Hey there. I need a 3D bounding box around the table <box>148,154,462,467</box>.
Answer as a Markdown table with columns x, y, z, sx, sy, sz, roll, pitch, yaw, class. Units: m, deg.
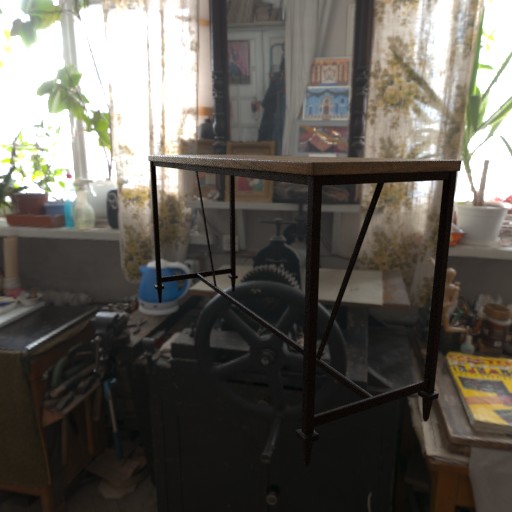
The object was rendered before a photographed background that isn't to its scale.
| x | y | z | sx | sy | sz | roll | pitch | yaw | class |
| --- | --- | --- | --- | --- | --- | --- | --- | --- | --- |
| 0.000 | 0.000 | 2.067 | 0.551 | 0.902 | 1.700 | -7 | 15 | -26 | table |
